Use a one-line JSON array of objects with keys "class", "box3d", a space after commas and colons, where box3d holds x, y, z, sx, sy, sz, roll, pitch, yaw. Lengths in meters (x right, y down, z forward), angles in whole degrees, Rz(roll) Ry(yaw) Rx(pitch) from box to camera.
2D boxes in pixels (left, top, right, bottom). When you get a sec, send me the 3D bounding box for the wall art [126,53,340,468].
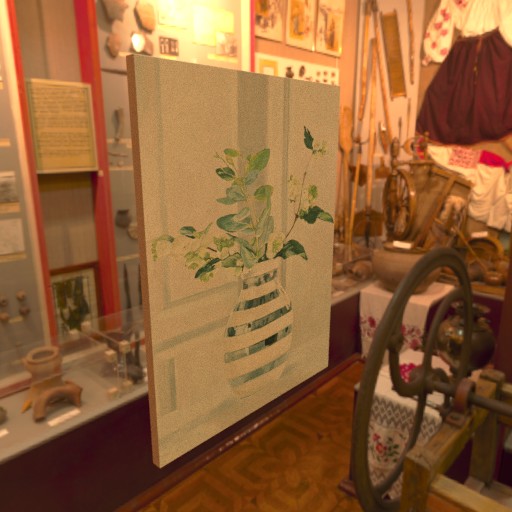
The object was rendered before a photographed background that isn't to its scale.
[{"class": "wall art", "box3d": [0.000, 0.000, 1.580, 0.038, 1.212, 0.914, 14, 20, 42]}]
